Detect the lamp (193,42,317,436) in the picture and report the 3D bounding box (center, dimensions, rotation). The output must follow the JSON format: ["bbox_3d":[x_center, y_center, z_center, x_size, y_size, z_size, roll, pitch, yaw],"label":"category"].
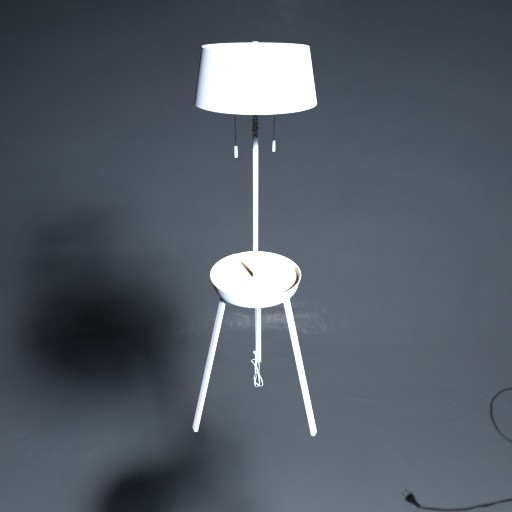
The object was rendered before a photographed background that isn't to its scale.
[{"bbox_3d":[0.000,0.000,1.635,0.508,1.429,0.468,1,29,2],"label":"lamp"}]
